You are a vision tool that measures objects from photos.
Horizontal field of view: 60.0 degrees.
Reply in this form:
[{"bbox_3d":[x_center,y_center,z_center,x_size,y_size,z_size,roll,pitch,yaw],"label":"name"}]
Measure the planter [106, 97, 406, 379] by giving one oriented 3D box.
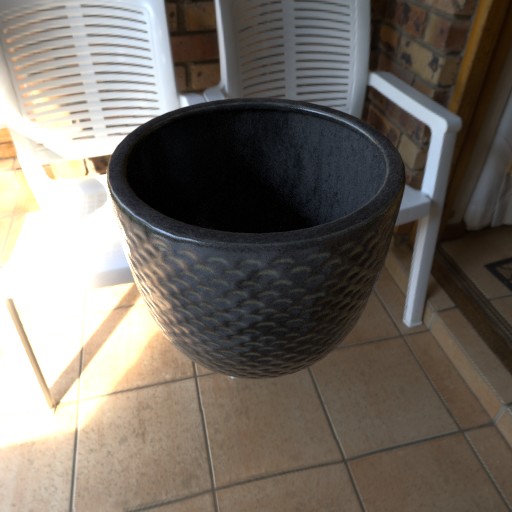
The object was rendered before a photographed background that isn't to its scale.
[{"bbox_3d":[0.000,0.000,0.311,0.172,0.160,0.172,0,41,0],"label":"planter"}]
